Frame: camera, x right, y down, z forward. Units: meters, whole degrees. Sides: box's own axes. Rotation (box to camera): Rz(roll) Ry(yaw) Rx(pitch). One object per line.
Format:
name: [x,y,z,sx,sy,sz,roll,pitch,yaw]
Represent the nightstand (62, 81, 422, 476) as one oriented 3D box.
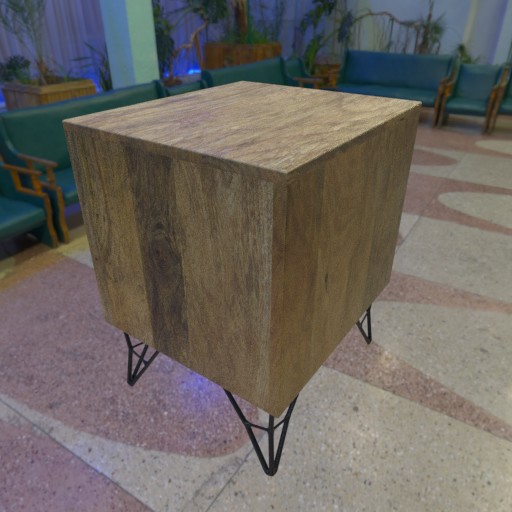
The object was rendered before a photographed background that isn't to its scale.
nightstand: [0.000,0.000,0.873,0.406,0.559,0.457,20,35,30]
